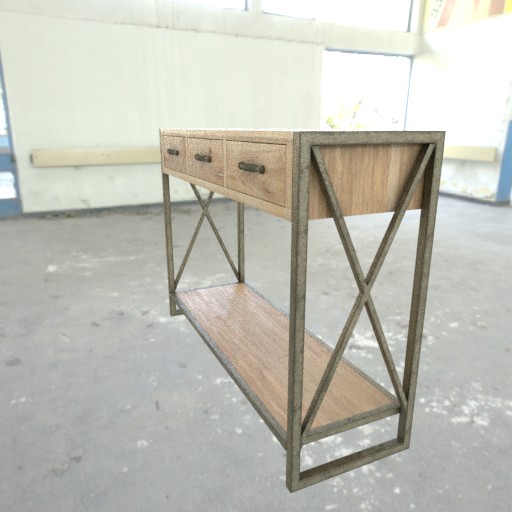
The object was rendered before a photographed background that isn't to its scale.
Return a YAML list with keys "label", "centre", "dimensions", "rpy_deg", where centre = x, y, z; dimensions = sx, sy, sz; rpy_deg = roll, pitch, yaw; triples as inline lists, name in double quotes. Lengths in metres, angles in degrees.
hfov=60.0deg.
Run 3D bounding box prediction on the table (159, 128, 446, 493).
- label: "table"
  centre: [0.000, 0.000, 1.389]
  dimensions: [0.361, 0.763, 1.059]
  rpy_deg: [-7, 18, -24]
